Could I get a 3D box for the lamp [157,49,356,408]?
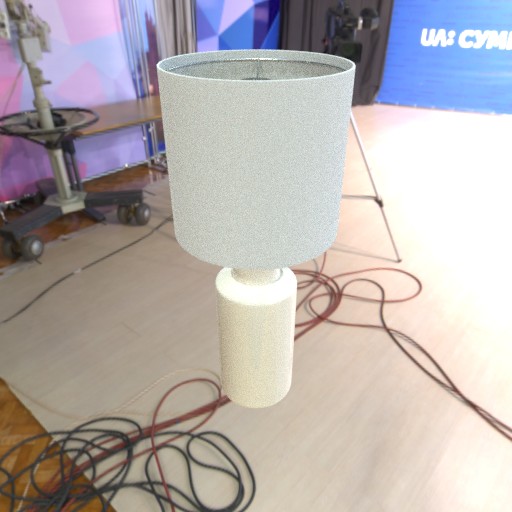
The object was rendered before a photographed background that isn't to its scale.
[{"bbox_3d":[0.000,0.000,0.609,0.212,0.493,0.212,1,32,2],"label":"lamp"}]
